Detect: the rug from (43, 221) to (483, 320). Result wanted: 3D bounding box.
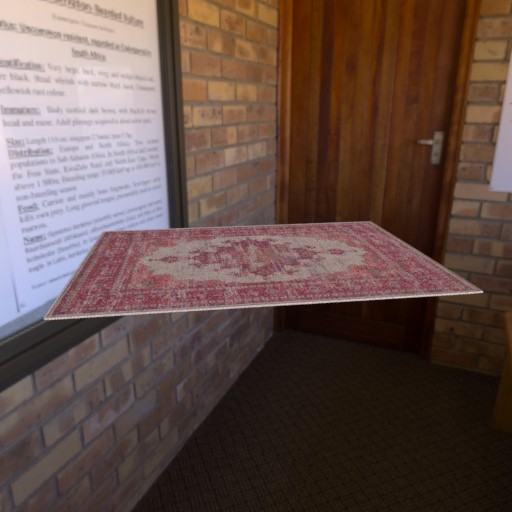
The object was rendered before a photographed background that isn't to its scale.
[{"bbox_3d":[0.000,0.000,3.788,2.878,0.014,2.005,-3,19,-8],"label":"rug"}]
